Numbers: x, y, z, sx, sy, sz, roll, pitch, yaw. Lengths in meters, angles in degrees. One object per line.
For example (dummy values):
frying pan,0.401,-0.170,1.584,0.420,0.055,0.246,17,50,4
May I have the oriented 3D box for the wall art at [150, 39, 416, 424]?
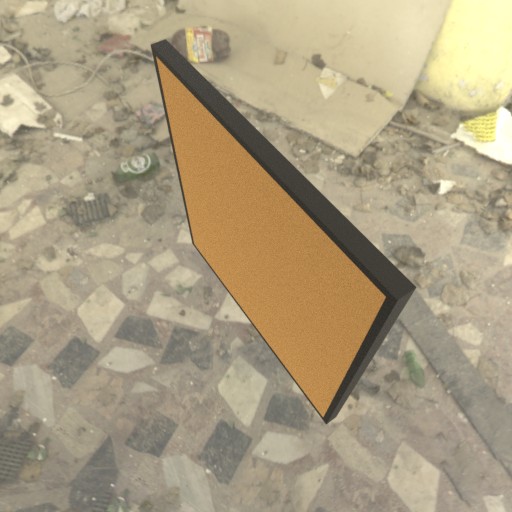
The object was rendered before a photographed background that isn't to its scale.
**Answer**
wall art,0.000,0.000,1.123,0.038,0.763,0.763,-30,62,-18
